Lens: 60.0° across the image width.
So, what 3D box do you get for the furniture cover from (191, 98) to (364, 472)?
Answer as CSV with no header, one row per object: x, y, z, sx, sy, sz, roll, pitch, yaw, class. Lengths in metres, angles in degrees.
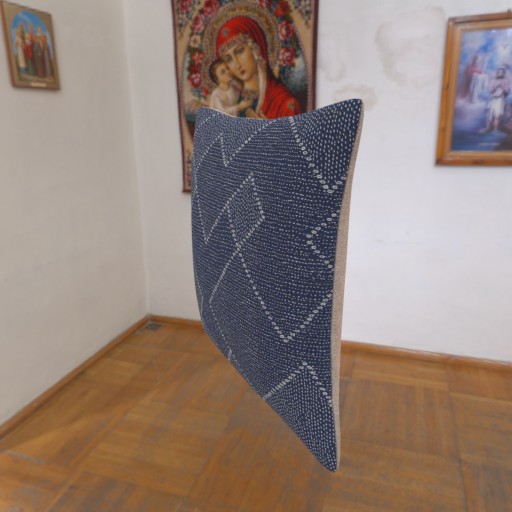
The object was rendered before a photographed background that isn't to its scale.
0.000,0.000,0.770,0.162,0.503,0.511,-9,19,-26,furniture cover
